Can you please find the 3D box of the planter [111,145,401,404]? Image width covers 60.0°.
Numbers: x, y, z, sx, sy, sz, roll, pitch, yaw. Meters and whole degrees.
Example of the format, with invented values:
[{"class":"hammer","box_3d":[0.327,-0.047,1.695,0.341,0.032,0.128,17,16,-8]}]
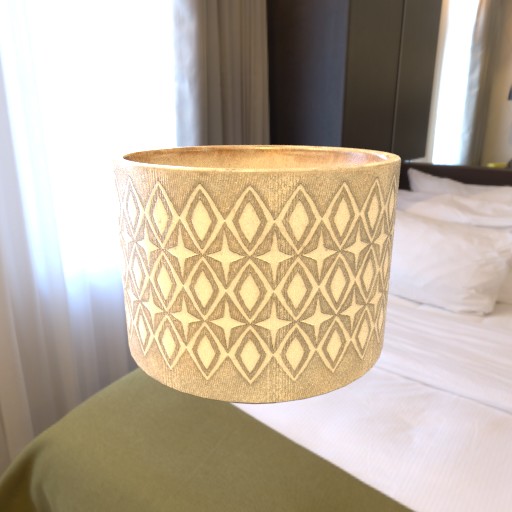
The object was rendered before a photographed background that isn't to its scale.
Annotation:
[{"class":"planter","box_3d":[0.000,0.000,0.319,0.186,0.144,0.186,0,18,0]}]
